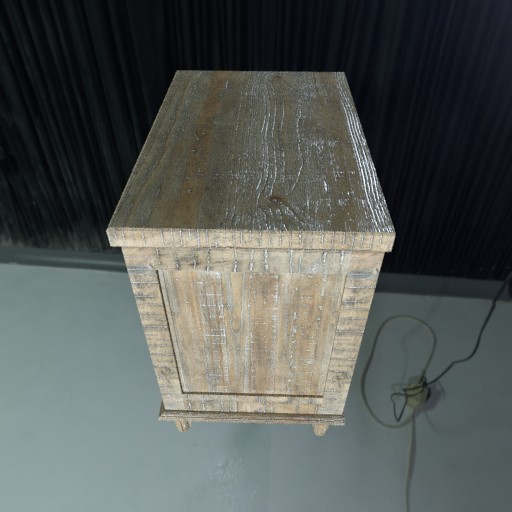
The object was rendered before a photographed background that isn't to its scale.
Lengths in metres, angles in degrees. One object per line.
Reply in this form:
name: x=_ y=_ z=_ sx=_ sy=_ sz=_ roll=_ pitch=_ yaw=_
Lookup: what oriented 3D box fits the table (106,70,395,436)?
table: x=0.000 y=0.000 z=1.168 sx=0.457 sy=0.711 sz=0.686 roll=1 pitch=42 yaw=1
